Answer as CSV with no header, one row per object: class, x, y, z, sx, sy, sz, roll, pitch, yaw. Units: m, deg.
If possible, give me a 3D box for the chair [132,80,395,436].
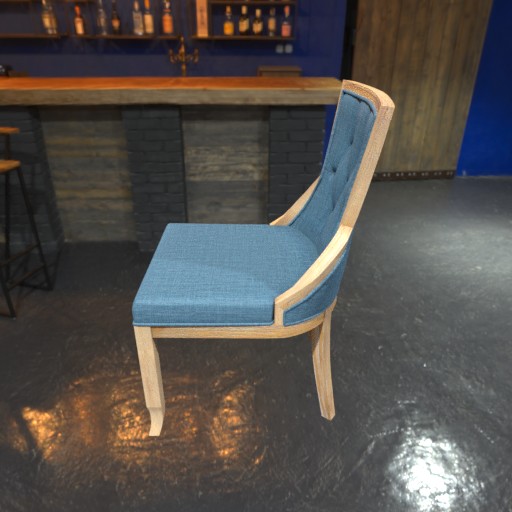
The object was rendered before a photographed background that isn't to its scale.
chair,0.000,0.000,1.338,0.641,0.947,0.524,0,28,0
